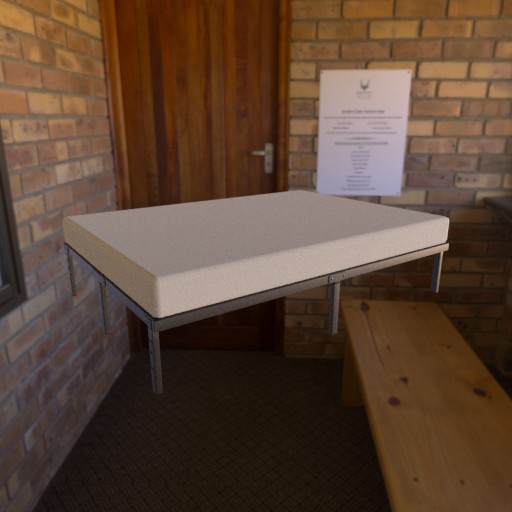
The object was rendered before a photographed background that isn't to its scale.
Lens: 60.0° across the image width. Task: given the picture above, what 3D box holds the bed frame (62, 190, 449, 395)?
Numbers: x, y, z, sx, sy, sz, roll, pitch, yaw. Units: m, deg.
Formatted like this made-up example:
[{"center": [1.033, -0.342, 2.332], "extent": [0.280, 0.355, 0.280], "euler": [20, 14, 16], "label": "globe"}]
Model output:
[{"center": [0.000, 0.000, 3.752], "extent": [2.842, 0.680, 2.205], "euler": [-9, 19, -27], "label": "bed frame"}]
